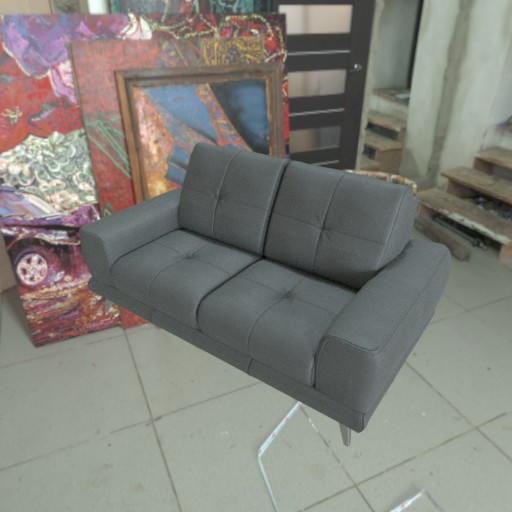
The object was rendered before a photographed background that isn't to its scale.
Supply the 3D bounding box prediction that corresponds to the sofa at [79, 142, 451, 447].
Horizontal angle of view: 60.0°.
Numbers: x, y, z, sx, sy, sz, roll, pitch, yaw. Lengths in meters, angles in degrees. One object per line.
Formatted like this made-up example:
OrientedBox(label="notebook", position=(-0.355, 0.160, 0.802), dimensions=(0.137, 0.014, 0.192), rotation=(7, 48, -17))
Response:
OrientedBox(label="sofa", position=(0.000, 0.000, 2.401), dimensions=(1.806, 0.907, 1.018), rotation=(20, 35, 31))
